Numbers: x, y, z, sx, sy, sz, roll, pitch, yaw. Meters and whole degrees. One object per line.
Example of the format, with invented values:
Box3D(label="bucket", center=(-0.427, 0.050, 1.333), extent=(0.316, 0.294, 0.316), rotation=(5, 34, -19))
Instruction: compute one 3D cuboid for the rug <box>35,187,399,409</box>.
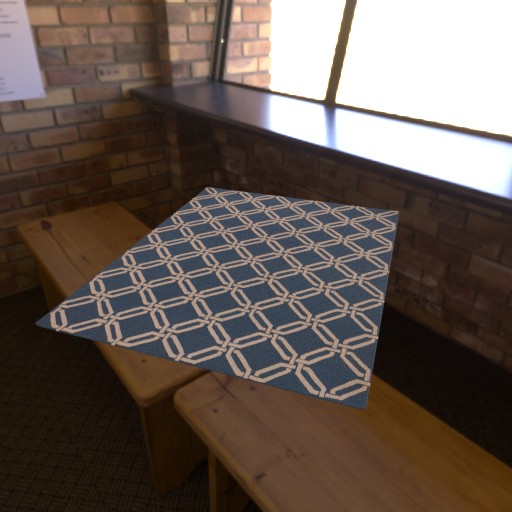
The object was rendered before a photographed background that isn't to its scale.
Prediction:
Box3D(label="rug", center=(0.000, 0.000, 3.929), extent=(2.277, 0.020, 2.867), rotation=(10, 31, 17))
